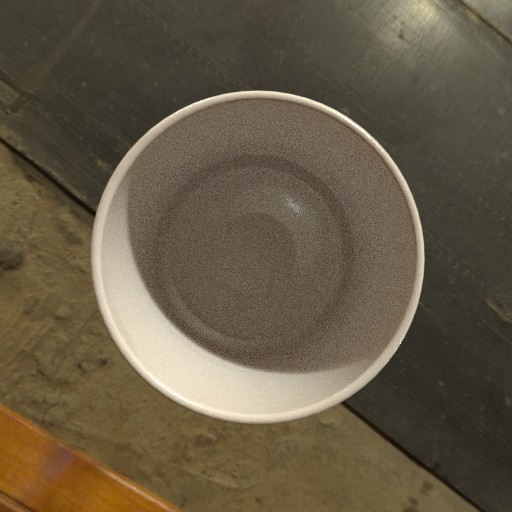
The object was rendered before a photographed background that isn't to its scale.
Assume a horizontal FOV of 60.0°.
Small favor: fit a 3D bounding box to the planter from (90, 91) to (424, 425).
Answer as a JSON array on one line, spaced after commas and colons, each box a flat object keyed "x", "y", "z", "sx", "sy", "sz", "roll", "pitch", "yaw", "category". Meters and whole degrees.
[{"x": 0.000, "y": 0.000, "z": 0.342, "sx": 0.193, "sy": 0.177, "sz": 0.193, "roll": 0, "pitch": 91, "yaw": -1, "category": "planter"}]
